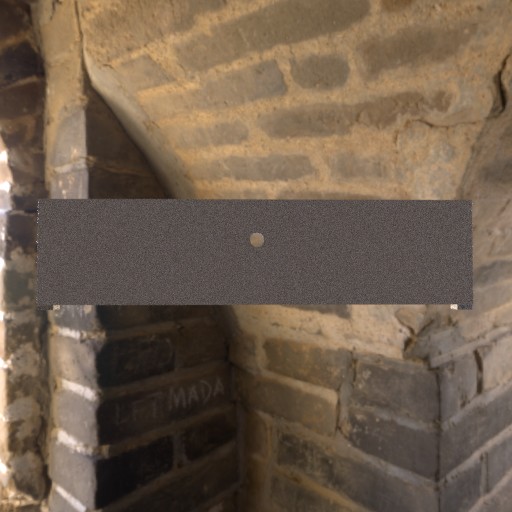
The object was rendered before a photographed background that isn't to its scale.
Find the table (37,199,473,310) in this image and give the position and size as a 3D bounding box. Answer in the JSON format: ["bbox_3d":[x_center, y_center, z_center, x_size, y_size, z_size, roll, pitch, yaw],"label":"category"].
[{"bbox_3d":[0.000,0.000,1.874,1.650,0.420,0.390,0,-2,-1],"label":"table"}]
